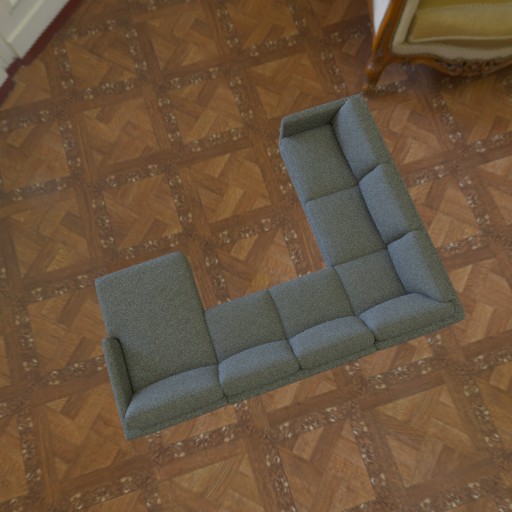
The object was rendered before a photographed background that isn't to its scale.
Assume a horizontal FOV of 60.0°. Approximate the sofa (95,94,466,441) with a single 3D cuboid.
[{"bbox_3d":[0.000,0.000,4.465,3.238,0.853,2.551,-19,75,-5],"label":"sofa"}]
